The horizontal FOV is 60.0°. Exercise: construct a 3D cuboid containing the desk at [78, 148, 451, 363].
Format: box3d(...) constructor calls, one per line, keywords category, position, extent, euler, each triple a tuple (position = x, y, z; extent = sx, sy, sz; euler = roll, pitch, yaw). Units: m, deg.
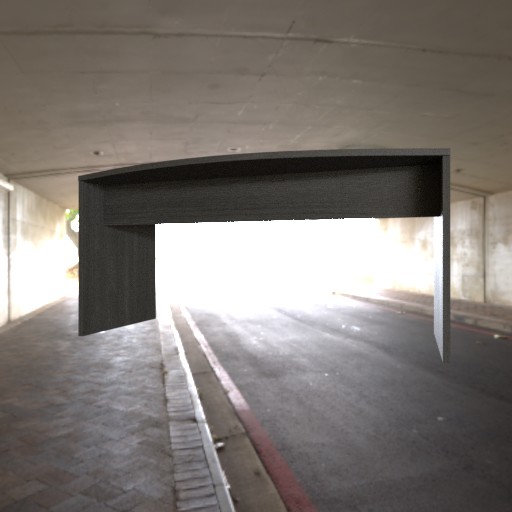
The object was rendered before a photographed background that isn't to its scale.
box3d(category="desk", position=(0.000, 0.000, 2.030), extent=(1.600, 0.750, 0.802), euler=(0, 0, 19))
